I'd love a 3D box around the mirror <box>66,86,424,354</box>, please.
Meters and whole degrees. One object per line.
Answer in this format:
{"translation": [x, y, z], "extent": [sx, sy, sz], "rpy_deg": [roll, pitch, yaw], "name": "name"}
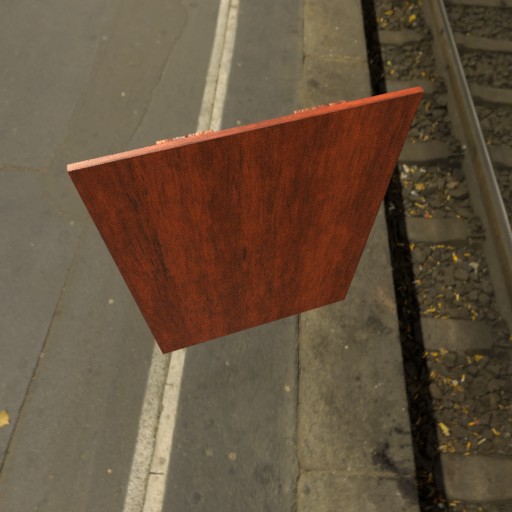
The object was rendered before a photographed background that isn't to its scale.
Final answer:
{"translation": [0.000, 0.000, 1.058], "extent": [0.600, 0.805, 0.021], "rpy_deg": [-15, 59, -9], "name": "mirror"}
